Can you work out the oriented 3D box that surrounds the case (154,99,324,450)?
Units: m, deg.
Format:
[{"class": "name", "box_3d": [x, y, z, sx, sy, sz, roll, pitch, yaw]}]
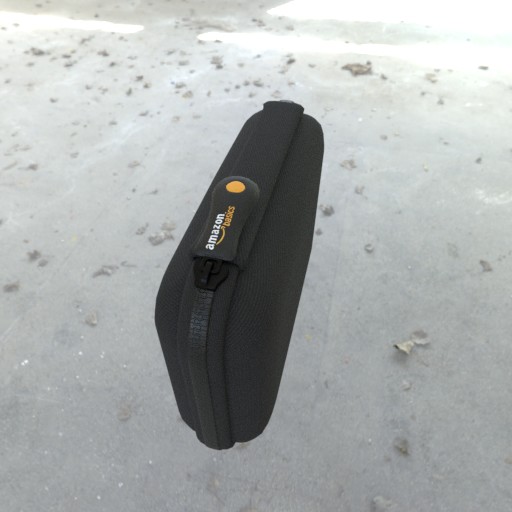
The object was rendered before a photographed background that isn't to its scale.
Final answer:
[{"class": "case", "box_3d": [0.000, 0.000, 0.182, 0.038, 0.105, 0.132, 10, 46, 10]}]
